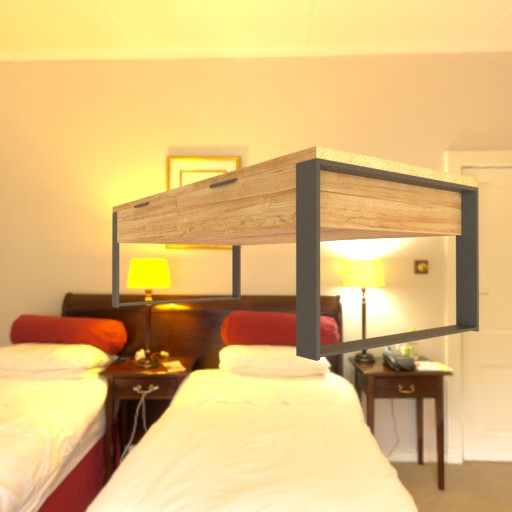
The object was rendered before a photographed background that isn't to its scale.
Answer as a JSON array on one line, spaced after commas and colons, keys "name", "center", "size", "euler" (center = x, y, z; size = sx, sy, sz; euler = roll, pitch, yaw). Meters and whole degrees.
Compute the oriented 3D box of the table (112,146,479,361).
[{"name": "table", "center": [0.000, 0.000, 1.467], "size": [0.590, 0.400, 1.180], "euler": [0, -1, -36]}]
